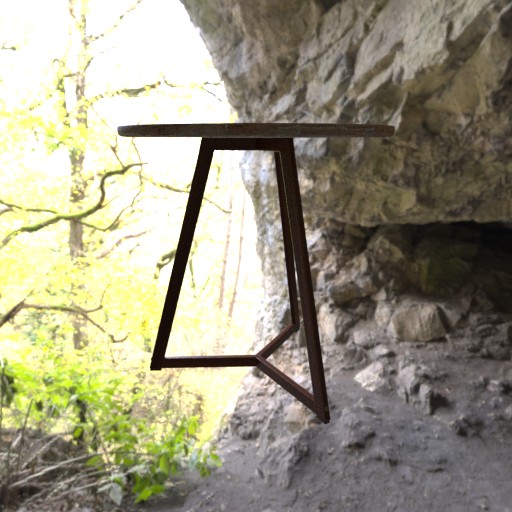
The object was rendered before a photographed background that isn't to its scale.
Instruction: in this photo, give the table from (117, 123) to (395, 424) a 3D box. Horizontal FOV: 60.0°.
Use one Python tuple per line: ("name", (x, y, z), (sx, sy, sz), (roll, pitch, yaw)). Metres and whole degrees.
("table", (0.000, 0.000, 0.896), (0.500, 0.500, 0.500), (0, 15, 0))
